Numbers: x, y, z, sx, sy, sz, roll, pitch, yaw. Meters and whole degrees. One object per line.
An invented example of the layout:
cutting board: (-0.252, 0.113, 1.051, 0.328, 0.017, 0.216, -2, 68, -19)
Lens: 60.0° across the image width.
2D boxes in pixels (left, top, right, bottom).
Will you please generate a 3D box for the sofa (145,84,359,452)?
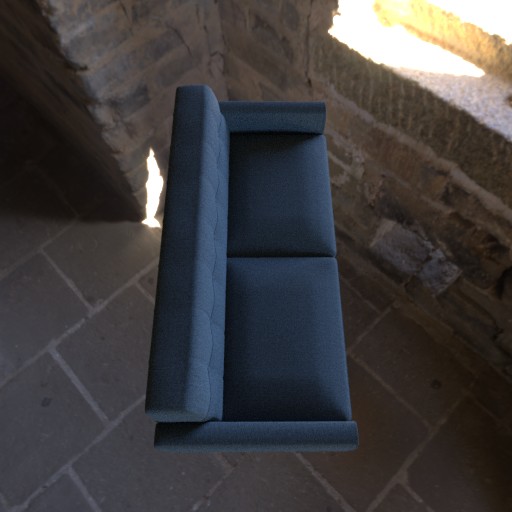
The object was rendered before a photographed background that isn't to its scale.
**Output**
sofa: (0.000, 0.000, 2.550, 0.942, 0.884, 2.055, 0, 64, 0)
